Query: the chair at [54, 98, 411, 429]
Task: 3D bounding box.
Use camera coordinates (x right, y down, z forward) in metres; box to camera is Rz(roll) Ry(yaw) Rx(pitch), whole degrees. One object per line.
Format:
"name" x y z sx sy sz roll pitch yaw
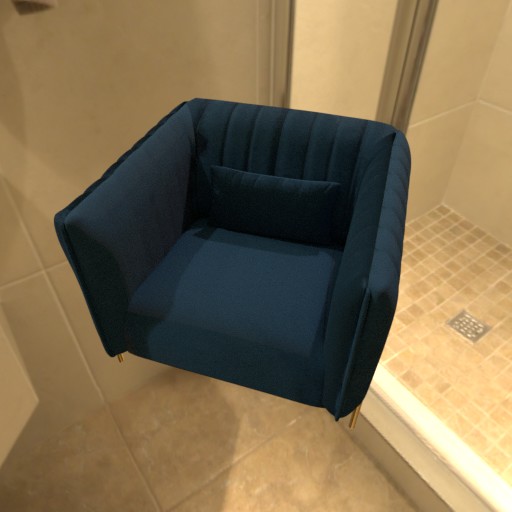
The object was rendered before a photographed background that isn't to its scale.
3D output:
"chair" 0.000 0.000 1.604 0.947 0.793 0.877 12 43 13
